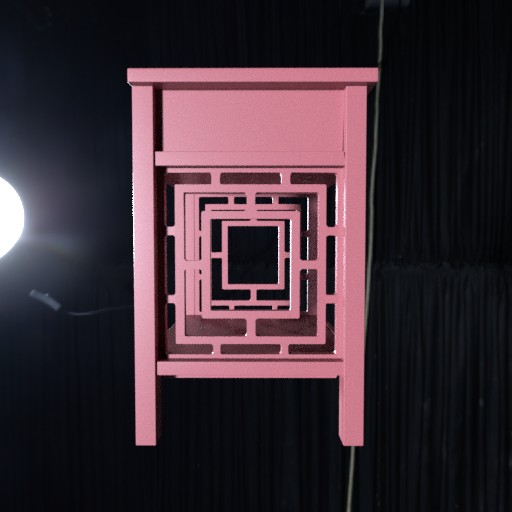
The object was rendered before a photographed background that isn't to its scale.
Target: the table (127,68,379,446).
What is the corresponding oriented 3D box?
[{"bbox_3d":[0.000,0.000,1.092,0.451,0.686,0.599,0,2,0],"label":"table"}]
